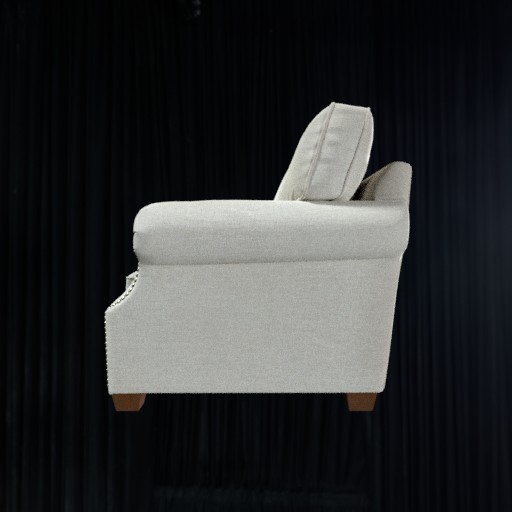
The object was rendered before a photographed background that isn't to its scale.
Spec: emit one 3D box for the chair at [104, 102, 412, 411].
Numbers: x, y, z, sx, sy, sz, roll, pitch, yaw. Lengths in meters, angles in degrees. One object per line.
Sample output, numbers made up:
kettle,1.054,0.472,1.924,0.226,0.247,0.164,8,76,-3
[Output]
chair,0.000,0.000,1.827,0.965,0.961,1.092,0,1,0
